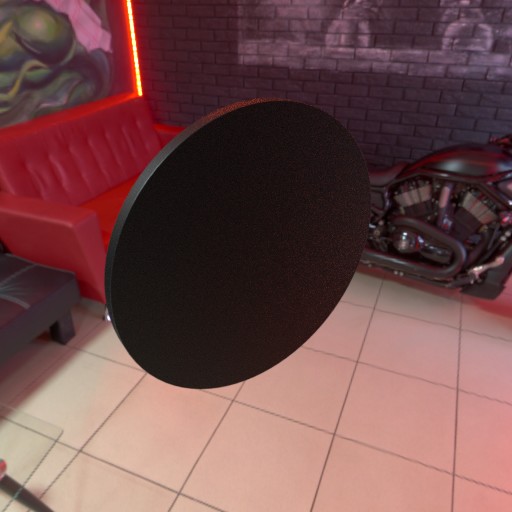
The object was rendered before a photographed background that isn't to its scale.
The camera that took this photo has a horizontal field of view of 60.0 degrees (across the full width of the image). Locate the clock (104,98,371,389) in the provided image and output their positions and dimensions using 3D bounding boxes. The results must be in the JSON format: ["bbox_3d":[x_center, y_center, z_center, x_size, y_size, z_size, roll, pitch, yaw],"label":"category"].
[{"bbox_3d":[0.000,0.000,0.668,0.454,0.454,0.038,-19,35,-30],"label":"clock"}]
